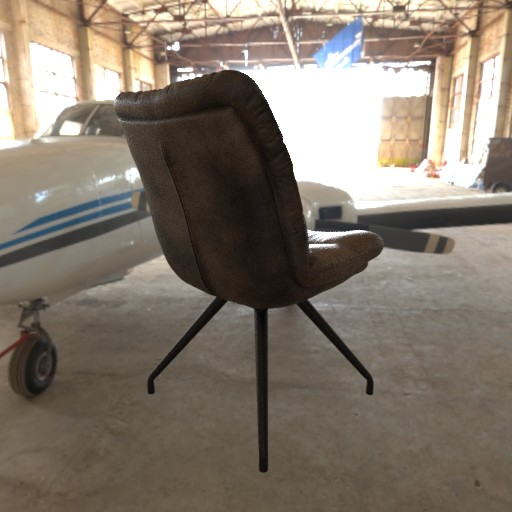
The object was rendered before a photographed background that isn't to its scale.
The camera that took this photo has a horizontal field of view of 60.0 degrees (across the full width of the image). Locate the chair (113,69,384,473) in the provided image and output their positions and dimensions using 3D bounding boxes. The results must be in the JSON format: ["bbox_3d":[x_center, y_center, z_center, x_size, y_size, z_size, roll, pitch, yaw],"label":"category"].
[{"bbox_3d":[0.000,0.000,1.244,0.549,0.870,0.622,13,19,43],"label":"chair"}]
